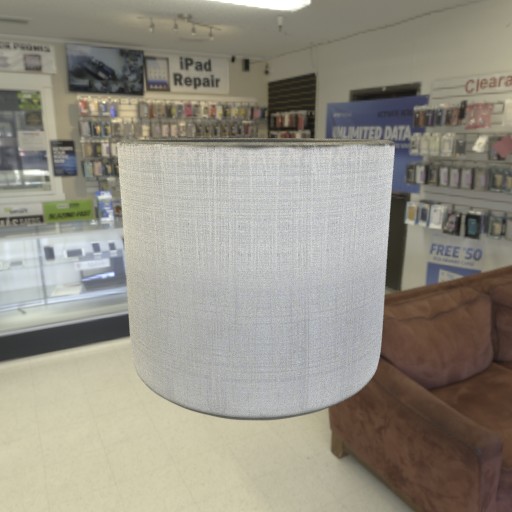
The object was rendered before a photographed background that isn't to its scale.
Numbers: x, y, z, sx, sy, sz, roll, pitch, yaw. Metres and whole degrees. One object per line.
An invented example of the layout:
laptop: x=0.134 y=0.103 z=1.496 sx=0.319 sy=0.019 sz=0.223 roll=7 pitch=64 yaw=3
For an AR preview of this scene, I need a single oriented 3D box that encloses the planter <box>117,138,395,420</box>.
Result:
planter: x=0.000 y=0.000 z=0.395 sx=0.226 sy=0.201 sz=0.226 roll=0 pitch=16 yaw=0
